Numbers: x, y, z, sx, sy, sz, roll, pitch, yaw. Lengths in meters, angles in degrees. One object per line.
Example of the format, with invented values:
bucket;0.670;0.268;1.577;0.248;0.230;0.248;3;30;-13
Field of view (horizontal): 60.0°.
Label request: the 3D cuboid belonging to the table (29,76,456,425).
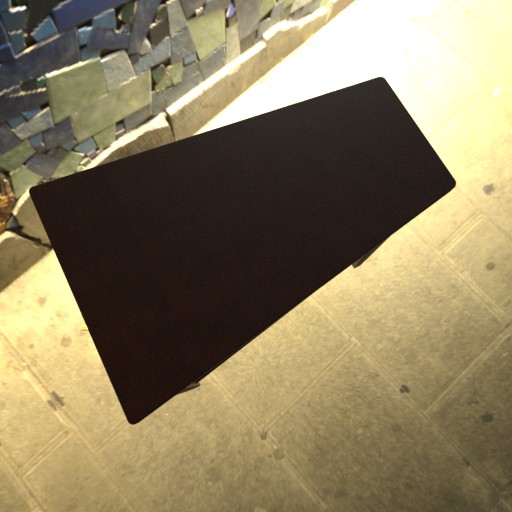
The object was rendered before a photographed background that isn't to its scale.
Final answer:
table;0.000;0.000;0.975;0.605;0.589;0.399;-27;77;-7
